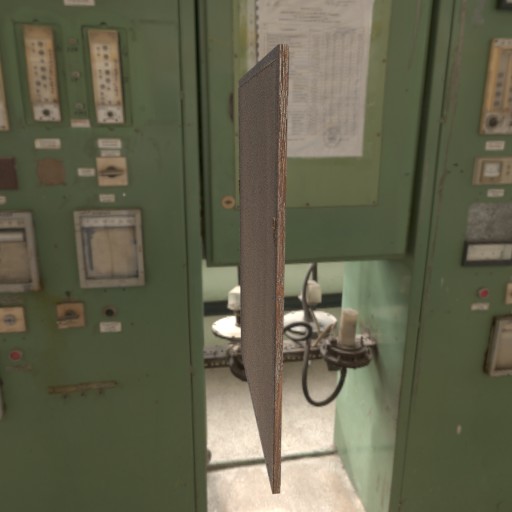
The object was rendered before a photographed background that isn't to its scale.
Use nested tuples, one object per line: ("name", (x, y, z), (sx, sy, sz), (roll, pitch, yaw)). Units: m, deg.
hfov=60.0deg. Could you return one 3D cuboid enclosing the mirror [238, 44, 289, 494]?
("mirror", (0.000, 0.000, 1.266), (0.025, 0.996, 0.705), (-2, 17, -8))
